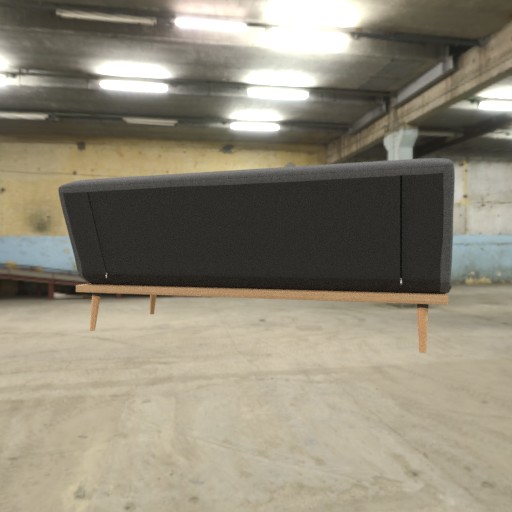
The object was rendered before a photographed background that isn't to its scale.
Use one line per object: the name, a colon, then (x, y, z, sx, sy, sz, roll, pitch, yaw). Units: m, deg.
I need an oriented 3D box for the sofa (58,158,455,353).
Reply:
sofa: (0.000, 0.000, 2.276, 1.820, 0.770, 0.820, 0, 1, 18)
